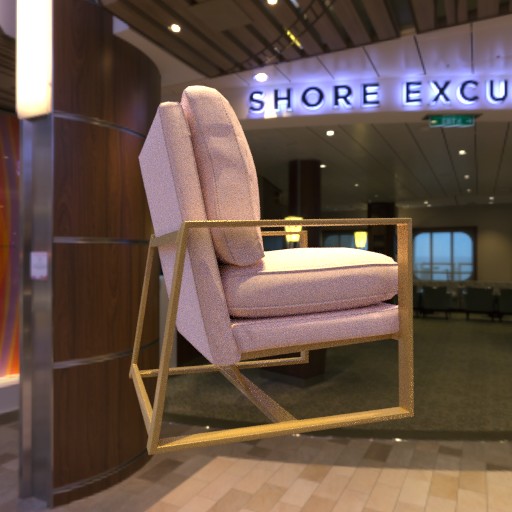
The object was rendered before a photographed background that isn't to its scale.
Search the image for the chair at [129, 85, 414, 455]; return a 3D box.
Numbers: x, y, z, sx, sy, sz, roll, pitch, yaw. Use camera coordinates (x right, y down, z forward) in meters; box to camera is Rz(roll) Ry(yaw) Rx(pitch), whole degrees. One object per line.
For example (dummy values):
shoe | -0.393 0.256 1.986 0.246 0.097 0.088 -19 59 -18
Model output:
chair | 0.000 0.000 1.554 0.813 0.956 0.758 0 0 -19
